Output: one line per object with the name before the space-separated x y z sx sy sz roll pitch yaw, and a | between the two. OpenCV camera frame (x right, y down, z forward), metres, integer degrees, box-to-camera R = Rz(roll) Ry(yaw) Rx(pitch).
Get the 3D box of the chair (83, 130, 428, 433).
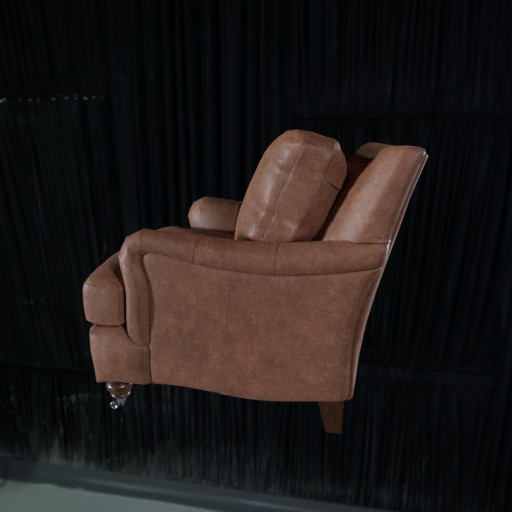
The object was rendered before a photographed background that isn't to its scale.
chair | 0.000 0.000 1.915 1.158 1.055 0.986 2 15 7
